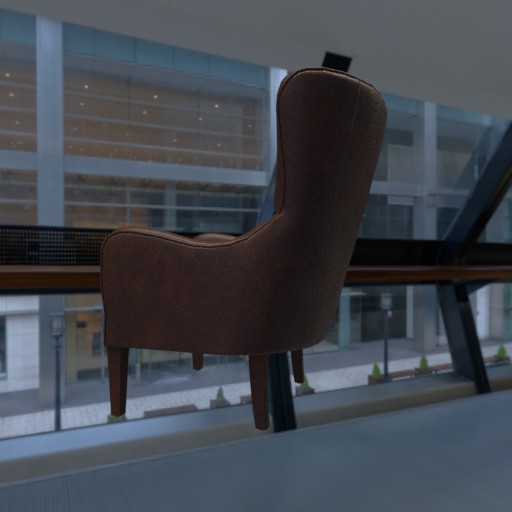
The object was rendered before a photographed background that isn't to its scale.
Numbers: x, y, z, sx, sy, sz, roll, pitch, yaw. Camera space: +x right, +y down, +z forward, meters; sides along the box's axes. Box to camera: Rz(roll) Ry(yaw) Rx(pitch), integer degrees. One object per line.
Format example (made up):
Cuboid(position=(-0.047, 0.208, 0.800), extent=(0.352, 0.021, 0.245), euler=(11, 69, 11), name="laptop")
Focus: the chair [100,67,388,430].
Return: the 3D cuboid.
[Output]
Cuboid(position=(0.000, 0.000, 1.612), extent=(0.914, 1.048, 0.692), euler=(0, 1, 19), name="chair")
